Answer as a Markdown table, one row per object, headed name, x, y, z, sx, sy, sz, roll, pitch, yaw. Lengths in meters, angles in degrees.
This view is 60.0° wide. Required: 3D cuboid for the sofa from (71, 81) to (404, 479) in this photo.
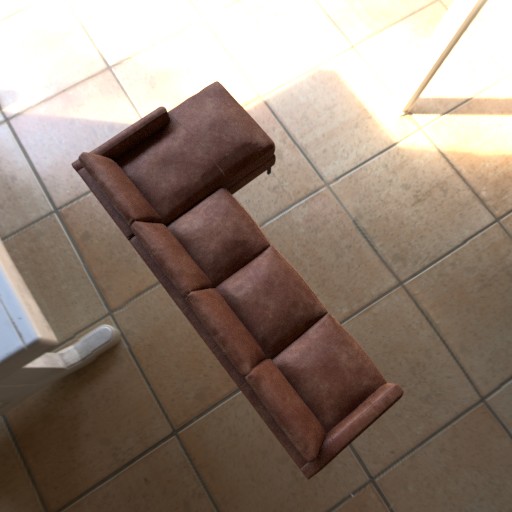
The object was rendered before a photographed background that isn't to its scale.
| name | x | y | z | sx | sy | sz | roll | pitch | yaw |
| --- | --- | --- | --- | --- | --- | --- | --- | --- | --- |
| sofa | 0.000 | 0.000 | 3.593 | 1.471 | 0.859 | 2.993 | -37 | 78 | -10 |
